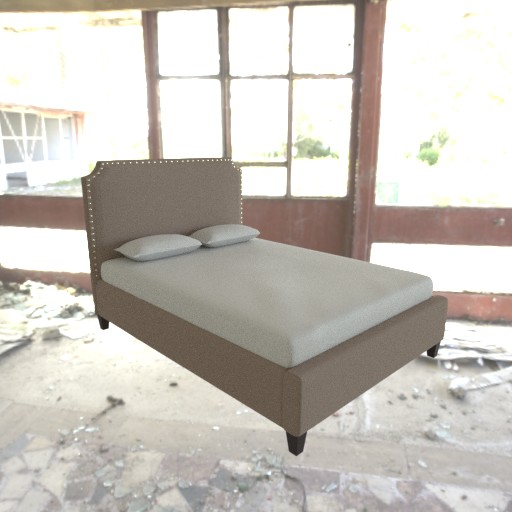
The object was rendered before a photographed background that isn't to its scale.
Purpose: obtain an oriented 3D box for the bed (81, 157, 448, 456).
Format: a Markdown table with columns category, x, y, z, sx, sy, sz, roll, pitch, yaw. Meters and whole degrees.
| category | x | y | z | sx | sy | sz | roll | pitch | yaw |
| --- | --- | --- | --- | --- | --- | --- | --- | --- | --- |
| bed | 0.000 | 0.000 | 3.472 | 1.713 | 1.443 | 2.372 | -13 | 19 | -42 |
